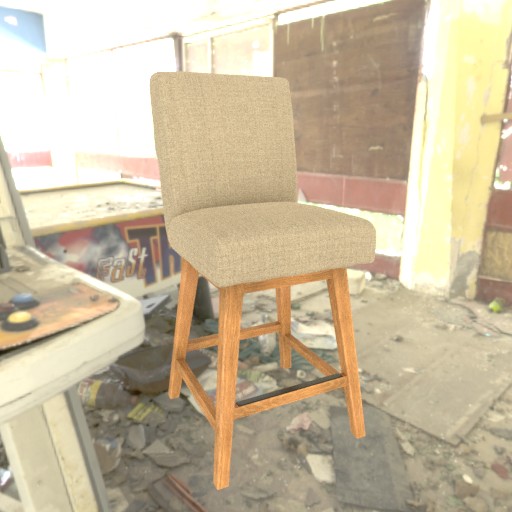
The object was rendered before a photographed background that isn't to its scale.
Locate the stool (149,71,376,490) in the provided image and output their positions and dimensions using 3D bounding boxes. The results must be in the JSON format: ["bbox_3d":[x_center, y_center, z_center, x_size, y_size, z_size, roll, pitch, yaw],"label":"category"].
[{"bbox_3d":[0.000,0.000,1.263,0.459,1.010,0.526,-8,18,-25],"label":"stool"}]
